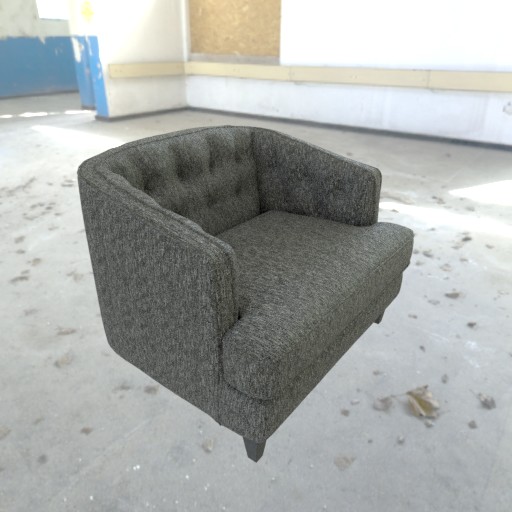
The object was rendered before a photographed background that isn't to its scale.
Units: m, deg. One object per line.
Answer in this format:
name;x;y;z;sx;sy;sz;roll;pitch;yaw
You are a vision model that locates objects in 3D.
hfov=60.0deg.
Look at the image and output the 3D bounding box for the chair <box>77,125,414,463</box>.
chair;0.000;0.000;1.754;0.941;0.852;1.104;19;32;33
